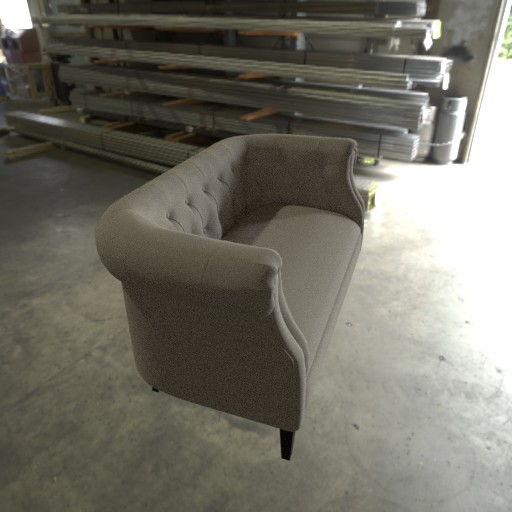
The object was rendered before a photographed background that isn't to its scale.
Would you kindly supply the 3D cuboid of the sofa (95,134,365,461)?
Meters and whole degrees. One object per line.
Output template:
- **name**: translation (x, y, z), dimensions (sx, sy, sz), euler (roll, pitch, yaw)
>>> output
- **sofa**: translation (0.000, 0.000, 2.070), dimensions (0.835, 0.827, 1.558), euler (10, 30, 18)
